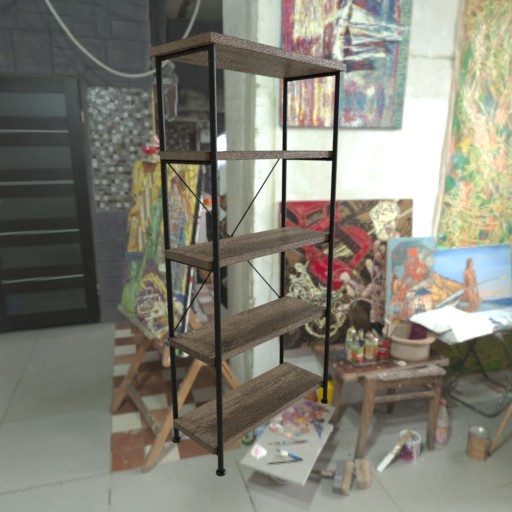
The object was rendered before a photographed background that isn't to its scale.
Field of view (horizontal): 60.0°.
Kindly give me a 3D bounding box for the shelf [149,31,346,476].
[{"bbox_3d":[0.000,0.000,2.037,0.360,1.700,0.800,13,19,42],"label":"shelf"}]
